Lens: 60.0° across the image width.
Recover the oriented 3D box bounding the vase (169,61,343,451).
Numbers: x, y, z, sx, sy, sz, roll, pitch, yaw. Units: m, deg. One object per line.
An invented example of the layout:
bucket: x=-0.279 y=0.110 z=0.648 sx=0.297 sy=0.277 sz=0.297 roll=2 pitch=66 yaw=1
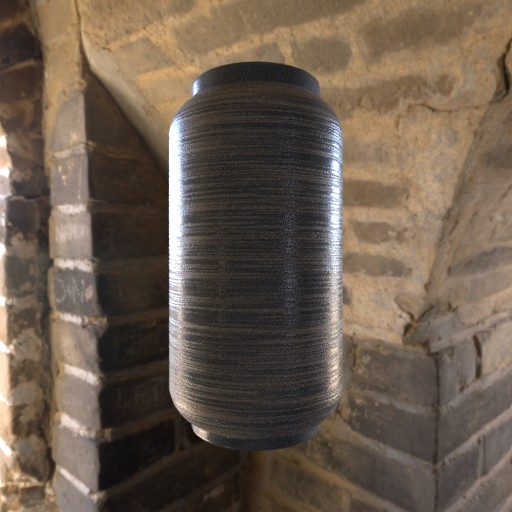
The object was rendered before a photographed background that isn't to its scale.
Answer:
vase: x=0.000 y=0.000 z=0.303 sx=0.116 sy=0.230 sz=0.116 roll=0 pitch=0 yaw=0
